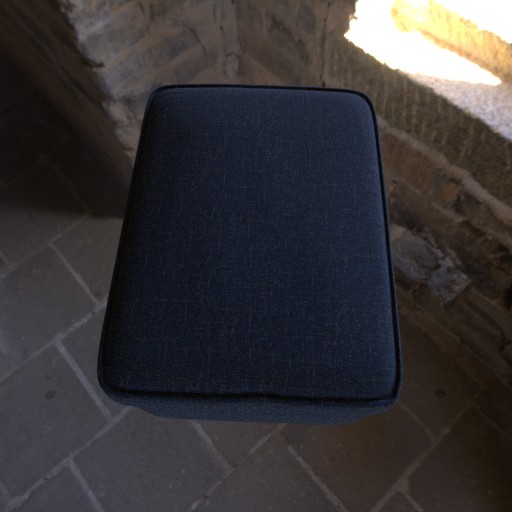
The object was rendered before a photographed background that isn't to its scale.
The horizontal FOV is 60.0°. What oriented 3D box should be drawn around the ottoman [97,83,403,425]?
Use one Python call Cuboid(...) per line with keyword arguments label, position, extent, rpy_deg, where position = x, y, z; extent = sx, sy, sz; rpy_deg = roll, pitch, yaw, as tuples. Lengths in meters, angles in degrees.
Cuboid(label="ottoman", position=(0.000, 0.000, 1.076), extent=(0.549, 0.450, 0.749), rpy_deg=(2, 64, 1))
